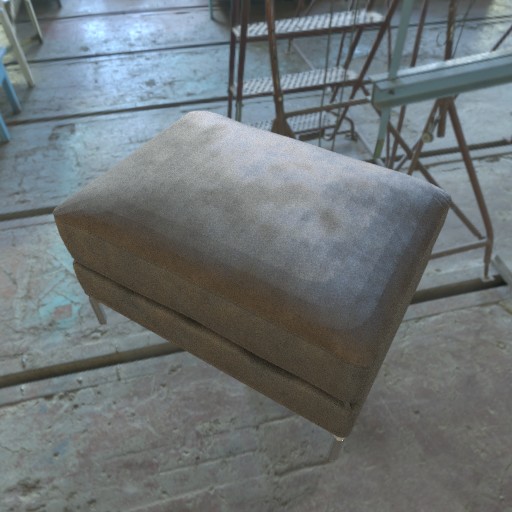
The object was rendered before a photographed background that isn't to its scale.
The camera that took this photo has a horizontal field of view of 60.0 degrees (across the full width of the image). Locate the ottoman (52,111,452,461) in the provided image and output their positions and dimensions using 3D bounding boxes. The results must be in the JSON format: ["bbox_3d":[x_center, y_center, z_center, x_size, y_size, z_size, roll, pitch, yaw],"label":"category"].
[{"bbox_3d":[0.000,0.000,1.064,0.719,0.456,0.520,24,51,21],"label":"ottoman"}]
